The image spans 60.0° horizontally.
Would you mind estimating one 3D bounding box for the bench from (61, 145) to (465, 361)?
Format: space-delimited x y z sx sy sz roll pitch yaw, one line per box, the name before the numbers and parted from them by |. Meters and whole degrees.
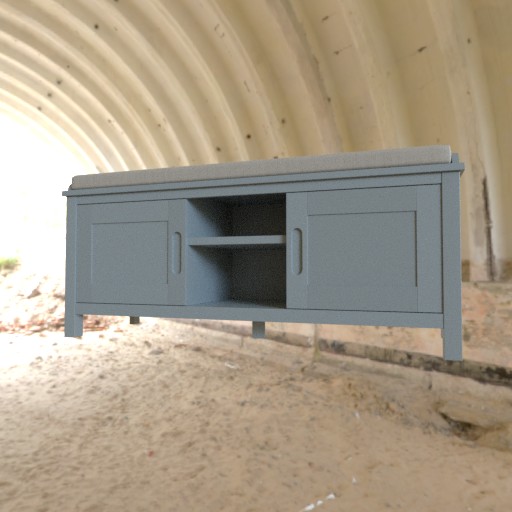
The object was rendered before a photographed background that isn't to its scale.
bench | 0.000 0.000 1.375 1.140 0.501 0.398 -1 -2 19
